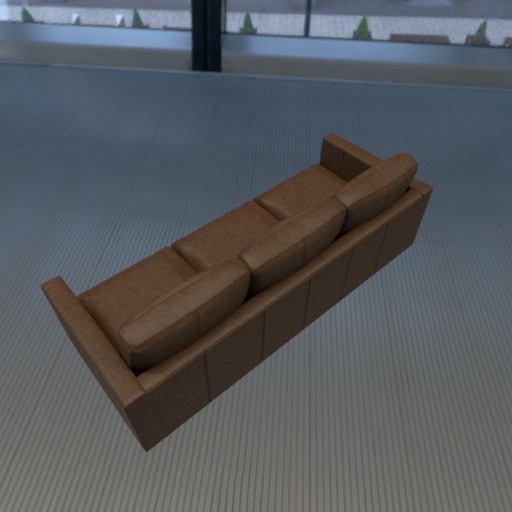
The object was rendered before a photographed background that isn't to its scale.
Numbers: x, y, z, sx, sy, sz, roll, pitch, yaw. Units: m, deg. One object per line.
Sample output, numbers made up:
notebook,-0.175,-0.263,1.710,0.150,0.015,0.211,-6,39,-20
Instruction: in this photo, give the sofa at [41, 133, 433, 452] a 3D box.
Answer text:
sofa,0.000,0.000,2.724,2.231,0.930,0.903,-32,55,-27
